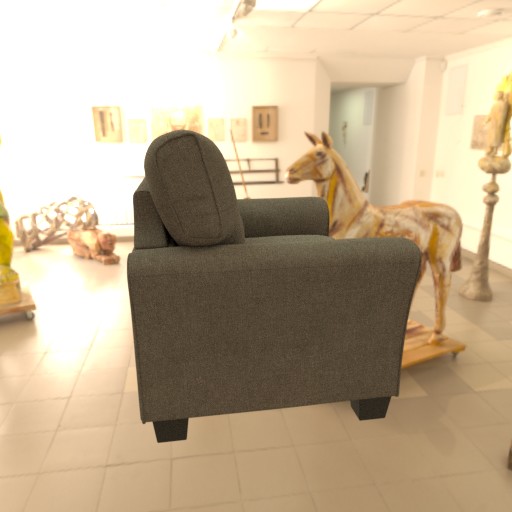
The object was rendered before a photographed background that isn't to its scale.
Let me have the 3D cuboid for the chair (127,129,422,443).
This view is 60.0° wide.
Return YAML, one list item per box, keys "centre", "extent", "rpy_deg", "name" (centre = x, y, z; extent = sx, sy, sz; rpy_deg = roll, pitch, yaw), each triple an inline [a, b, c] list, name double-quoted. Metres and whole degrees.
- centre: [0.000, 0.000, 1.625]
  extent: [0.816, 0.890, 0.941]
  rpy_deg: [-3, 16, -9]
  name: "chair"
